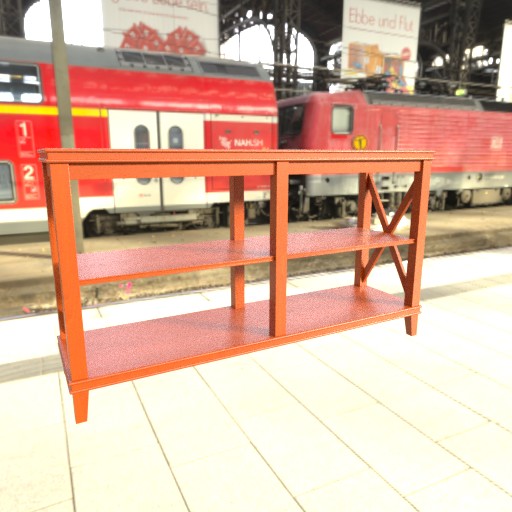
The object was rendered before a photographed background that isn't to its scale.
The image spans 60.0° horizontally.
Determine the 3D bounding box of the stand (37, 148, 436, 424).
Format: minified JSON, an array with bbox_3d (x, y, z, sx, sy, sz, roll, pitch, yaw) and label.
[{"bbox_3d":[0.000,0.000,1.641,1.372,0.762,0.381,-7,15,-27],"label":"stand"}]
